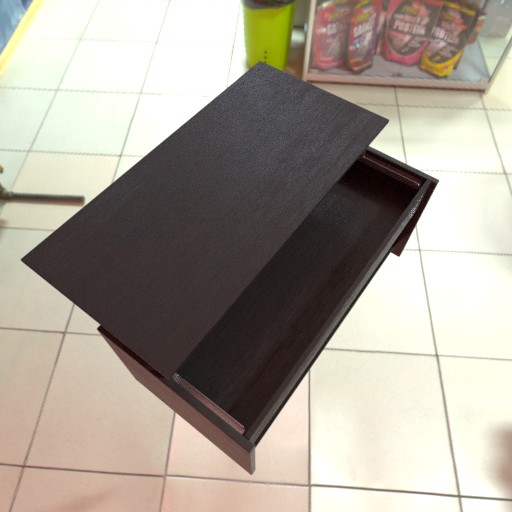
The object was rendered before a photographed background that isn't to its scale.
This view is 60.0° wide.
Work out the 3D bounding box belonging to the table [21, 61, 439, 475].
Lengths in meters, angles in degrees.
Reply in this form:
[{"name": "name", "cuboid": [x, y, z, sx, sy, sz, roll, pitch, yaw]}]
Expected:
[{"name": "table", "cuboid": [0.000, 0.000, 1.438, 0.712, 0.570, 1.000, 32, 63, 18]}]
